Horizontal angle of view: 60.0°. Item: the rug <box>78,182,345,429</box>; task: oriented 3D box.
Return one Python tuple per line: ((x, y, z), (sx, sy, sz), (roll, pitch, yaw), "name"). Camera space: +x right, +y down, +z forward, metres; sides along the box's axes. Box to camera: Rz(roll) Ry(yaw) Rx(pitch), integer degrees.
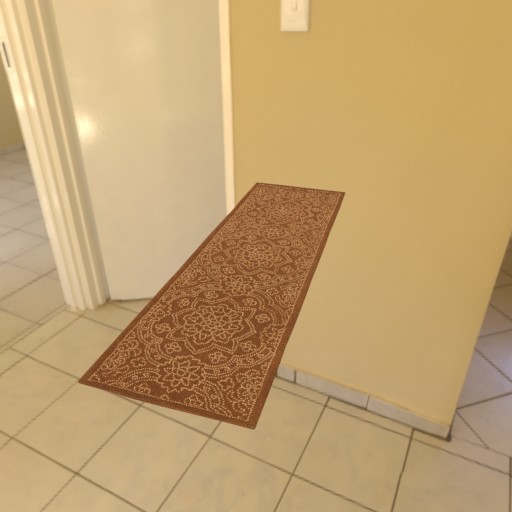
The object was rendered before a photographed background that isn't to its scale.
((0.000, 0.000, 2.726), (0.769, 0.012, 2.448), (9, 31, 15), "rug")
